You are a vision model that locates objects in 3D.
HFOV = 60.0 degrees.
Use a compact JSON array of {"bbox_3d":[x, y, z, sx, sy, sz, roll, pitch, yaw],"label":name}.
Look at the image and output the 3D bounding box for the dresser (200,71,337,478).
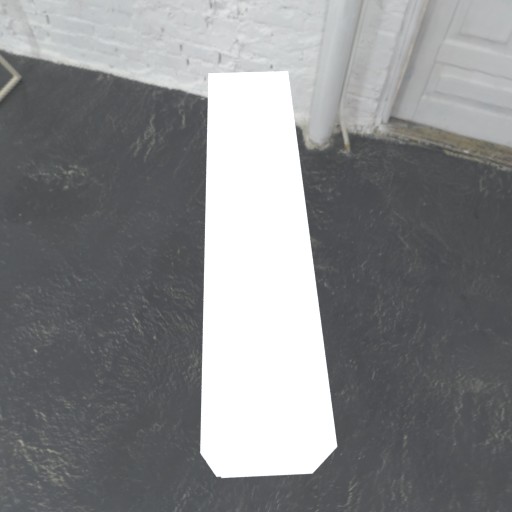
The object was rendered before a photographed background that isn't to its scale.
[{"bbox_3d":[0.000,0.000,2.556,0.500,0.840,2.200,-2,58,-1],"label":"dresser"}]
